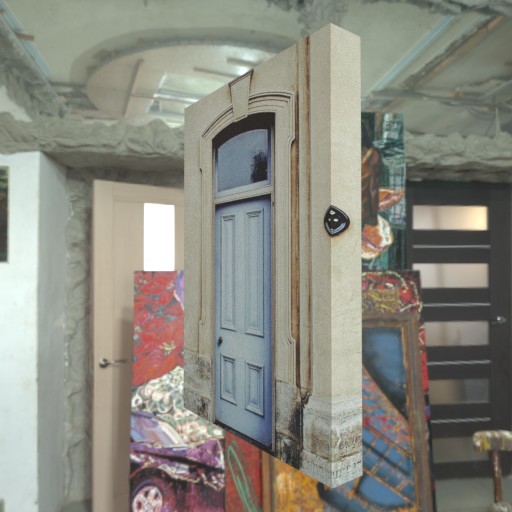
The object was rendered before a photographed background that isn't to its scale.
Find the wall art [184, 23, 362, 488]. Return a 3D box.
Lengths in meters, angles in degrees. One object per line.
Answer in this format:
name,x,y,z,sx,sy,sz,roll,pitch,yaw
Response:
wall art,0.000,0.000,0.475,0.038,0.381,0.254,1,-1,-37
